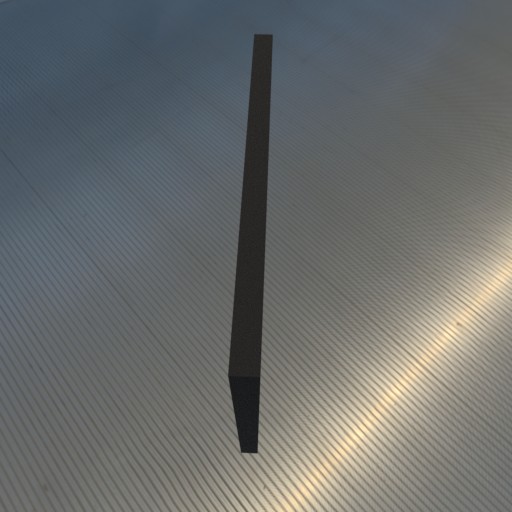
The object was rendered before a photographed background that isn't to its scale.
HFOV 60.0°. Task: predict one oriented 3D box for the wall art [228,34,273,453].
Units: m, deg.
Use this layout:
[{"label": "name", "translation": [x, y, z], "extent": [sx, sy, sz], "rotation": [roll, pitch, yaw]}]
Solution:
[{"label": "wall art", "translation": [0.000, 0.000, 0.760], "extent": [0.031, 0.457, 0.558], "rotation": [2, 58, 1]}]
